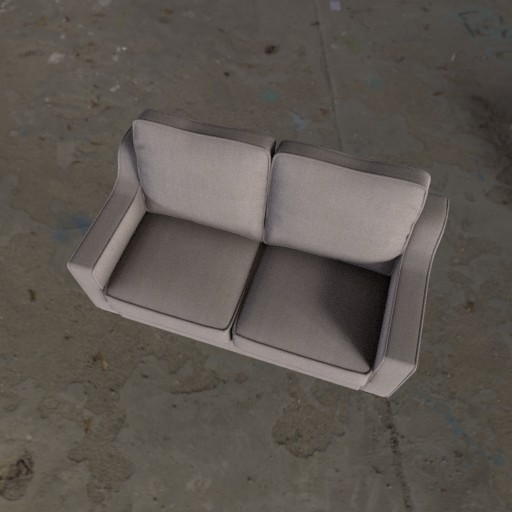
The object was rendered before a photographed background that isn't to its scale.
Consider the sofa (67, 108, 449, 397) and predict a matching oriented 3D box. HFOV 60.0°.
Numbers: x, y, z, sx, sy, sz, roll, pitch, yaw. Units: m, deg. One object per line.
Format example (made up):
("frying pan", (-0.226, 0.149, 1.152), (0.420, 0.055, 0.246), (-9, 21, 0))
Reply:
("sofa", (0.000, 0.000, 2.049), (1.500, 0.948, 0.791), (15, 59, 9))
